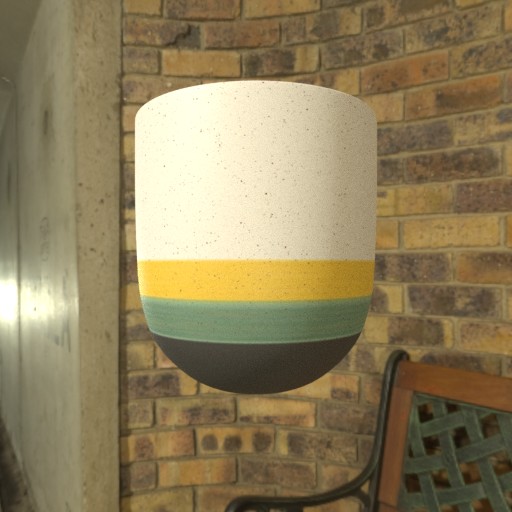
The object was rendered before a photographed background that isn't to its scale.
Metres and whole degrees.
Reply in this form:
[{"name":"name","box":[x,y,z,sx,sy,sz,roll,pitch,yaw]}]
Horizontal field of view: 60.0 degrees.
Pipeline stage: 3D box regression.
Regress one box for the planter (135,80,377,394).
[{"name":"planter","box":[0.000,0.000,0.368,0.195,0.214,0.195,0,-1,0]}]
